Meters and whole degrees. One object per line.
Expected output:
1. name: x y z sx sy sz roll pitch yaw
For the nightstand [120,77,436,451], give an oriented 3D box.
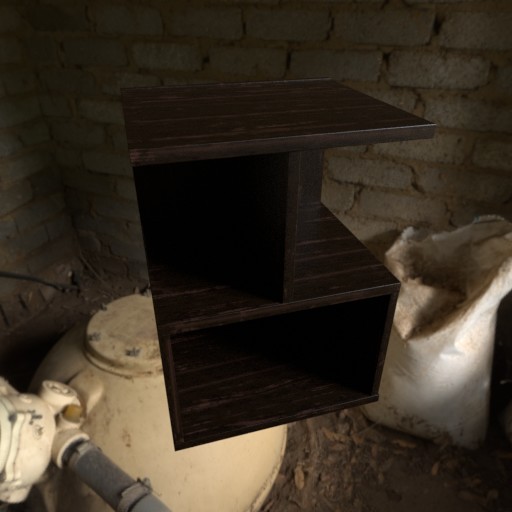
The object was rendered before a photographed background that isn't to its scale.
1. nightstand: 0.000 0.000 0.835 0.400 0.559 0.356 -9 32 -14
